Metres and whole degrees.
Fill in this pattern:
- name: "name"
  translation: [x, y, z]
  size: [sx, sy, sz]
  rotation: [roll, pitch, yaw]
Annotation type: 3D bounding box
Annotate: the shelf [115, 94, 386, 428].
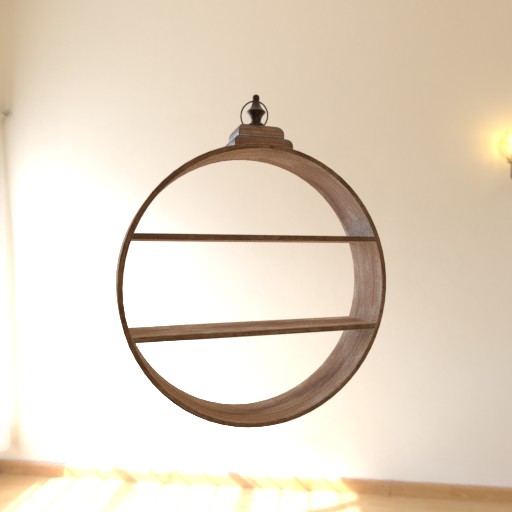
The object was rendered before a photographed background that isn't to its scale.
- name: "shelf"
  translation: [0.000, 0.000, 0.998]
  size: [0.601, 0.725, 0.125]
  rotation: [0, 0, -19]
